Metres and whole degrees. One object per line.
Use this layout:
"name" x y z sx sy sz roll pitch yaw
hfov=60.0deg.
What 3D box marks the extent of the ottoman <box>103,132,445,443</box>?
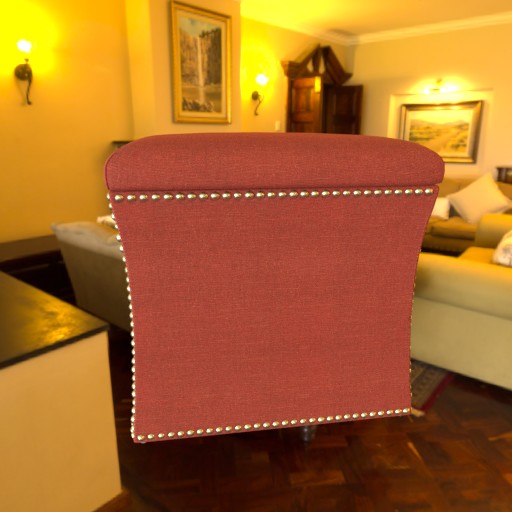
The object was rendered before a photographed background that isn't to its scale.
"ottoman" 0.000 0.000 0.882 0.497 0.475 0.507 -2 15 -9
